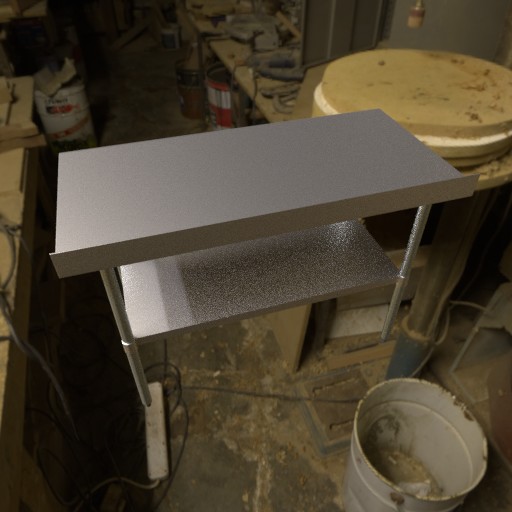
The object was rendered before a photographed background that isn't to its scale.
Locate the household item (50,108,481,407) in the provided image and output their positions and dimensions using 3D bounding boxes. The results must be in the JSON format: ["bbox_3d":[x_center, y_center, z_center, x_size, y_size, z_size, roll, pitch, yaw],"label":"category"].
[{"bbox_3d":[0.000,0.000,1.690,1.219,0.851,0.610,-12,43,-13],"label":"household item"}]
